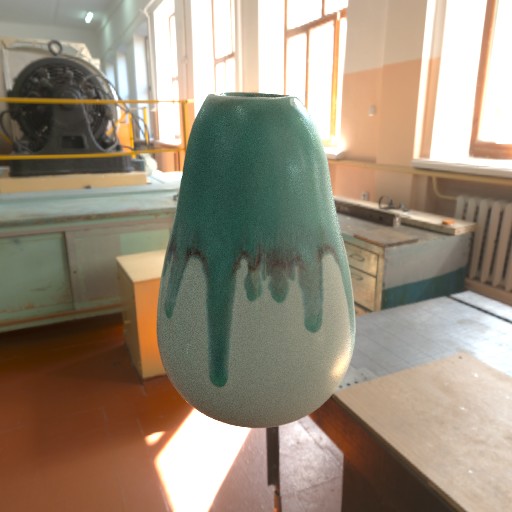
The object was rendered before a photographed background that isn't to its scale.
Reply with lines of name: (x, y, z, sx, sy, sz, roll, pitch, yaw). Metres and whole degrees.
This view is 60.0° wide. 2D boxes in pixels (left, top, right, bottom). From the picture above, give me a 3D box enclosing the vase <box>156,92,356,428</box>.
vase: (0.000, 0.000, 0.253, 0.116, 0.179, 0.116, 0, 16, 0)
